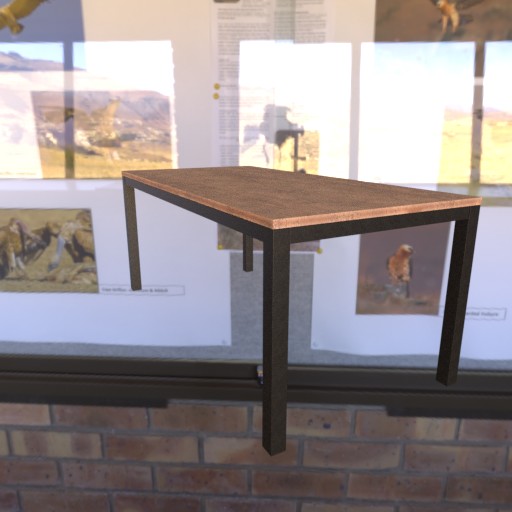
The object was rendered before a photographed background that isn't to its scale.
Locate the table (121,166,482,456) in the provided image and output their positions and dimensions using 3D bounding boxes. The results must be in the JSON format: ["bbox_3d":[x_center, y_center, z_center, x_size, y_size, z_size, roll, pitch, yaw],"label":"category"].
[{"bbox_3d":[0.000,0.000,2.276,0.893,0.767,1.805,-8,18,-28],"label":"table"}]
